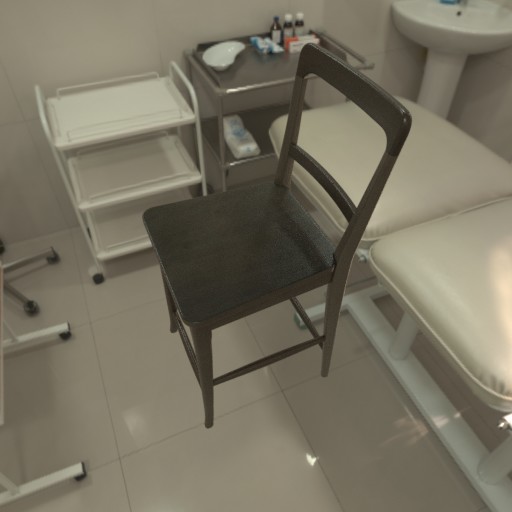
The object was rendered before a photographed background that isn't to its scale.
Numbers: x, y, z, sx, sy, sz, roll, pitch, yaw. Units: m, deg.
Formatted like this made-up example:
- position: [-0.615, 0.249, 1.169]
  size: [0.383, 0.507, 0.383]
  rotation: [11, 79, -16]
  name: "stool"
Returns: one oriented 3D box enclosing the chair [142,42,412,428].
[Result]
- position: [0.000, 0.000, 1.290]
  size: [0.546, 0.991, 0.450]
  rotation: [-18, 48, -16]
  name: "chair"
